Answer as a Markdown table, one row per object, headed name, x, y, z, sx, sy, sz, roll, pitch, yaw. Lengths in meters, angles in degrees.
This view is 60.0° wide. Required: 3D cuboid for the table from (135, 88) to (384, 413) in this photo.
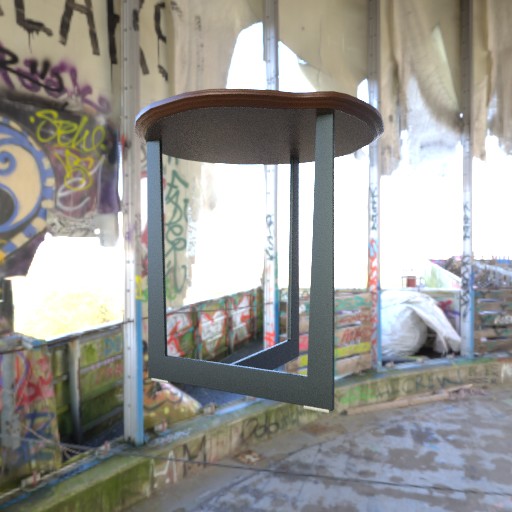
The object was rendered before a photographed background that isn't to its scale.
| name | x | y | z | sx | sy | sz | roll | pitch | yaw |
| --- | --- | --- | --- | --- | --- | --- | --- | --- | --- |
| table | 0.000 | 0.000 | 0.864 | 0.477 | 0.476 | 0.494 | 0 | 1 | 18 |
